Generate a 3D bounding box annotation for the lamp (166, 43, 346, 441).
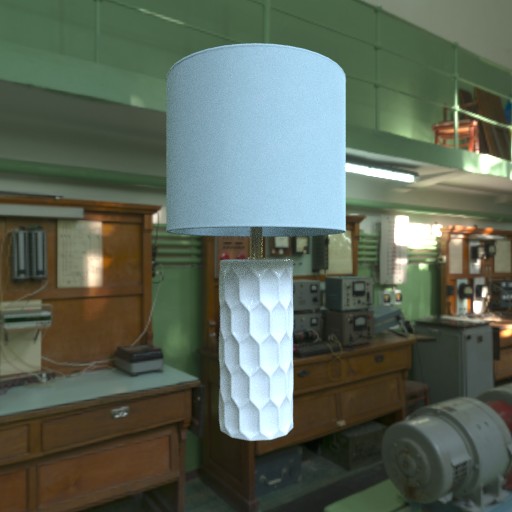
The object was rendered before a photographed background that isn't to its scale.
[{"bbox_3d":[0.000,0.000,0.695,0.277,0.534,0.277,0,0,-36],"label":"lamp"}]
